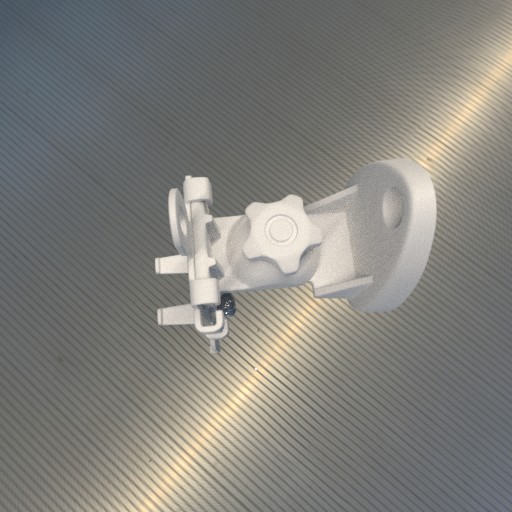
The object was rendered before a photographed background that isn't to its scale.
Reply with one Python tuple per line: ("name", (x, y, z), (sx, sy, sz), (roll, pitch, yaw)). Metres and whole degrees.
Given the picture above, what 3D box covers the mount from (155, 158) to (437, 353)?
("mount", (0.000, 0.000, 0.174), (0.100, 0.118, 0.066), (-6, 76, -1))
